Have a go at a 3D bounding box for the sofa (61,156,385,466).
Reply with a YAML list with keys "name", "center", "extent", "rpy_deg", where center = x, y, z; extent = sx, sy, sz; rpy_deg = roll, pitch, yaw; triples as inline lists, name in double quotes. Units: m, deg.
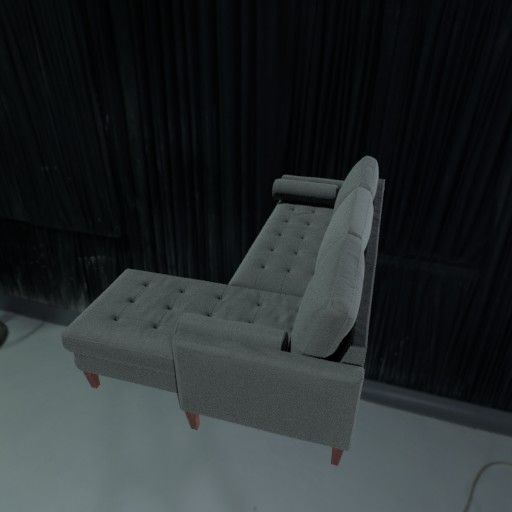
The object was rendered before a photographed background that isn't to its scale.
- name: "sofa"
  center: [0.000, 0.000, 2.896]
  extent: [1.506, 0.876, 2.178]
  rpy_deg: [8, 31, 14]
